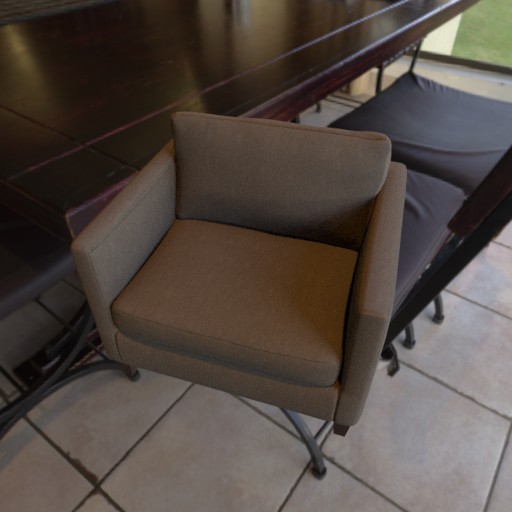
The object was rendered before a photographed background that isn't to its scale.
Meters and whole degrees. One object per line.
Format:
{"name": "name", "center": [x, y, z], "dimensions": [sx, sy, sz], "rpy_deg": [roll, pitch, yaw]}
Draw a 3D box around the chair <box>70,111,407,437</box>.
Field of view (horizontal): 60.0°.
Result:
{"name": "chair", "center": [0.000, 0.000, 1.877], "dimensions": [1.107, 0.963, 0.959], "rpy_deg": [12, 43, 13]}
